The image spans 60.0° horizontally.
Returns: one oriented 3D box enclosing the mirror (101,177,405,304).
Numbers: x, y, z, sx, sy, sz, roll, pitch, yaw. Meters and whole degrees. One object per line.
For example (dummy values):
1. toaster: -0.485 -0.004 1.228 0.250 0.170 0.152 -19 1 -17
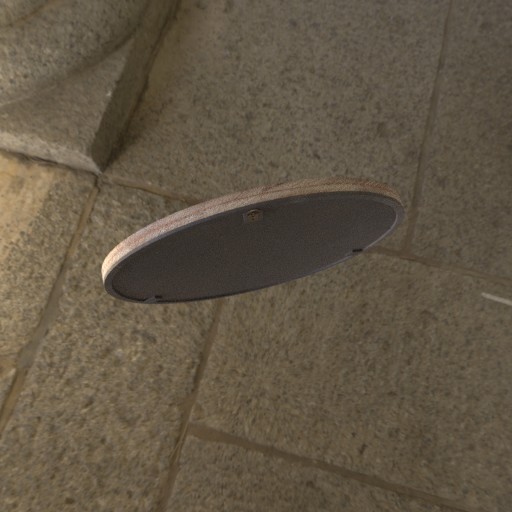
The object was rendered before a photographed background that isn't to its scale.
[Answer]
1. mirror: 0.000 0.000 1.078 0.710 0.710 0.038 -13 75 -4
